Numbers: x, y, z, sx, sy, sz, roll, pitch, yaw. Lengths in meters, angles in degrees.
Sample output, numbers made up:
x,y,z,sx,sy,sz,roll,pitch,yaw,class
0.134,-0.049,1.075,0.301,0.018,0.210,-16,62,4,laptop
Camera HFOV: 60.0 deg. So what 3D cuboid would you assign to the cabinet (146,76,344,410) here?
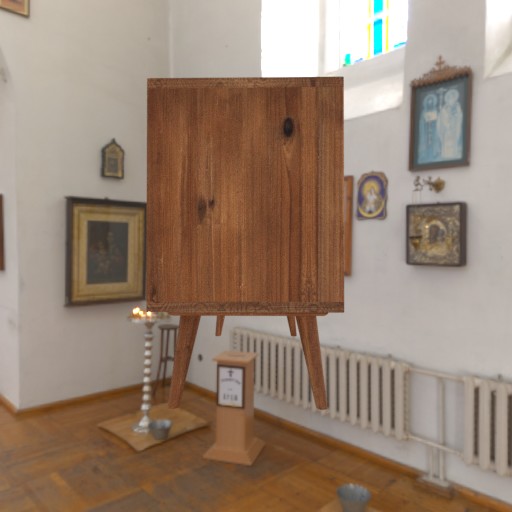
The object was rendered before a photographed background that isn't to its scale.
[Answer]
x,y,z,sx,sy,sz,roll,pitch,yaw,class
0.000,0.000,1.705,0.472,0.800,1.400,0,-1,1,cabinet
